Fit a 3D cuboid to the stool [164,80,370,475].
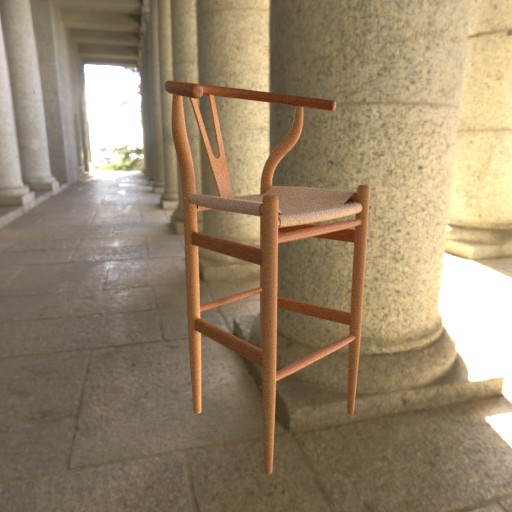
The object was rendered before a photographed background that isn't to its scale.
[{"bbox_3d":[0.000,0.000,1.398,0.574,1.068,0.561,-13,19,-43],"label":"stool"}]
